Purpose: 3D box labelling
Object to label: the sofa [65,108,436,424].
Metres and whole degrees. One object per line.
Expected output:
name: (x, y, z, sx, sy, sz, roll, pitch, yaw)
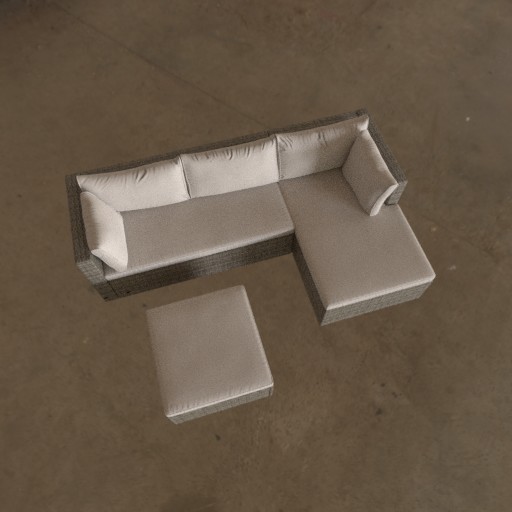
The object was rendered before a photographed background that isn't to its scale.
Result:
sofa: (0.000, 0.000, 2.962, 2.192, 0.766, 1.662, -15, 63, -8)
